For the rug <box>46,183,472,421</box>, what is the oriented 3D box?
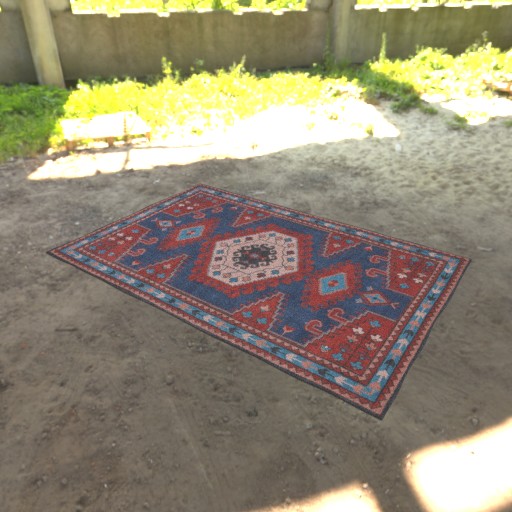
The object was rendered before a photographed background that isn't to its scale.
[{"bbox_3d":[0.000,0.000,2.260,1.820,0.012,1.207,20,36,30],"label":"rug"}]
